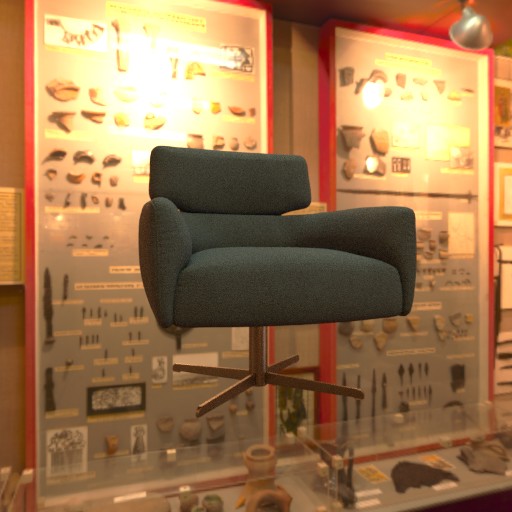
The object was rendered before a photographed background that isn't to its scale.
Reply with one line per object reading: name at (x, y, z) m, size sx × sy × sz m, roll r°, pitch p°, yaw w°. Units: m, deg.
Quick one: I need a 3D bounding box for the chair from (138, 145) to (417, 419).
chair at (0.000, 0.000, 1.427) m, size 0.738 × 0.813 × 0.761 m, roll 0°, pitch 0°, yaw -18°
